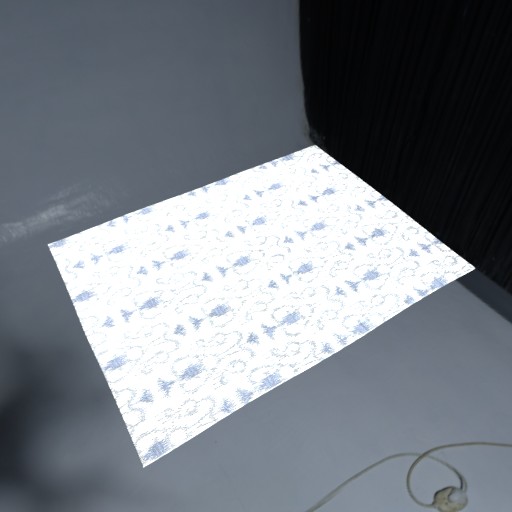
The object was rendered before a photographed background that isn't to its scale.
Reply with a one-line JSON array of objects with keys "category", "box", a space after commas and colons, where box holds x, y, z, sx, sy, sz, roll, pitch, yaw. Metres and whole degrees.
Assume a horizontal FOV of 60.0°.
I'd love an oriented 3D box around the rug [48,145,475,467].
[{"category": "rug", "box": [0.000, 0.000, 2.895, 2.261, 0.013, 1.676, -25, 51, -21]}]
